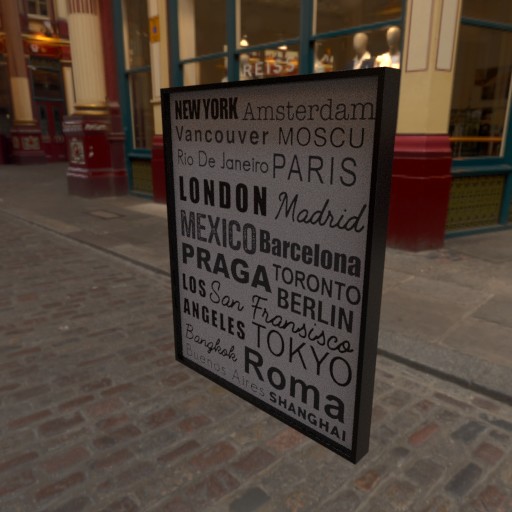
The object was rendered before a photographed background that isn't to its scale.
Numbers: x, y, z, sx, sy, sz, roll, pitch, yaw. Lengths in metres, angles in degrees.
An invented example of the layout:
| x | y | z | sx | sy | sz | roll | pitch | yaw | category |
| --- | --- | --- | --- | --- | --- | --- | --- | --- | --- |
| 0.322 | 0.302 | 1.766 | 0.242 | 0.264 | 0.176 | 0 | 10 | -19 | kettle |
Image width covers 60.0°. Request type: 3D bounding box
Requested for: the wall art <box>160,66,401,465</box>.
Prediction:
| x | y | z | sx | sy | sz | roll | pitch | yaw | category |
| --- | --- | --- | --- | --- | --- | --- | --- | --- | --- |
| 0.000 | 0.000 | 0.746 | 0.448 | 0.551 | 0.038 | 15 | 22 | 42 | wall art |
